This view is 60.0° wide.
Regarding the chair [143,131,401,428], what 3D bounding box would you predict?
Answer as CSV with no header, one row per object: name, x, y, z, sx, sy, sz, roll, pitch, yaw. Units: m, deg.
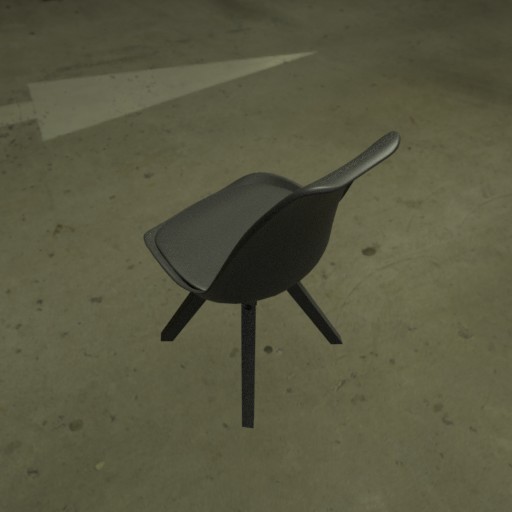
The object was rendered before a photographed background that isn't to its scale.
chair,0.000,0.000,1.187,0.485,0.850,0.550,-34,55,-29
